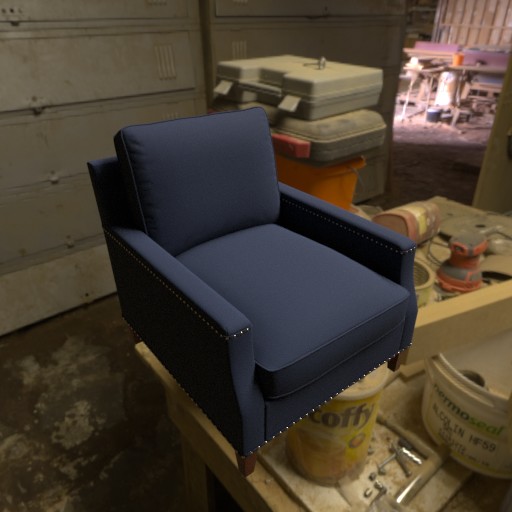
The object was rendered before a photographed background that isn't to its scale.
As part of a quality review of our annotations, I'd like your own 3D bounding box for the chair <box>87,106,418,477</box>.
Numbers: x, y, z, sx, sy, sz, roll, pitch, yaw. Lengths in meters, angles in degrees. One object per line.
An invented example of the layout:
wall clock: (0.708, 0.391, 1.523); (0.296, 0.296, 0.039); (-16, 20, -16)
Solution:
chair: (0.000, 0.000, 1.711); (0.853, 0.943, 1.014); (-21, 35, -32)
